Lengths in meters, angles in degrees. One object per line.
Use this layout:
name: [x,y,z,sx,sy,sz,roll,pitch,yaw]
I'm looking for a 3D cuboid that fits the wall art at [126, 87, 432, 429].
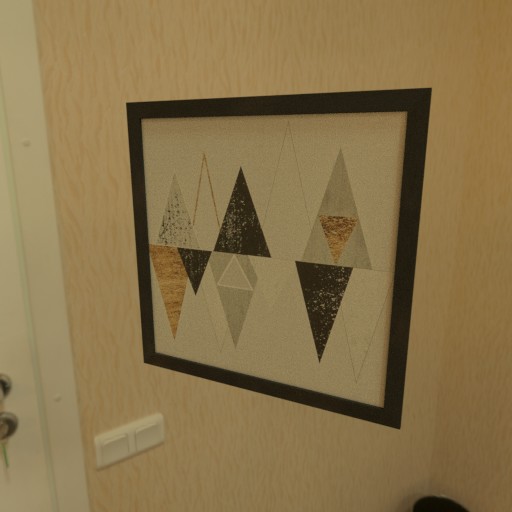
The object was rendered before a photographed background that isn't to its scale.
wall art: [0.000,0.000,1.210,0.823,0.823,0.013,7,16,25]
